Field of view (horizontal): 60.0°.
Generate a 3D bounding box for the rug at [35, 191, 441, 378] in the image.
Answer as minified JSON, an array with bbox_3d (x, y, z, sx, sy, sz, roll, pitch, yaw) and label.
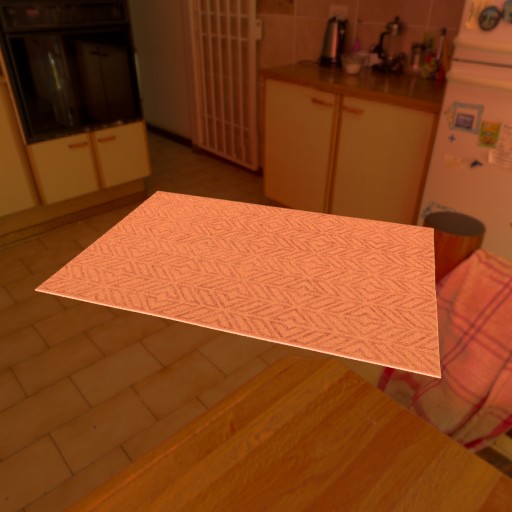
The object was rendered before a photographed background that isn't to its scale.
[{"bbox_3d":[0.000,0.000,2.375,1.828,0.007,1.220,9,33,15],"label":"rug"}]
